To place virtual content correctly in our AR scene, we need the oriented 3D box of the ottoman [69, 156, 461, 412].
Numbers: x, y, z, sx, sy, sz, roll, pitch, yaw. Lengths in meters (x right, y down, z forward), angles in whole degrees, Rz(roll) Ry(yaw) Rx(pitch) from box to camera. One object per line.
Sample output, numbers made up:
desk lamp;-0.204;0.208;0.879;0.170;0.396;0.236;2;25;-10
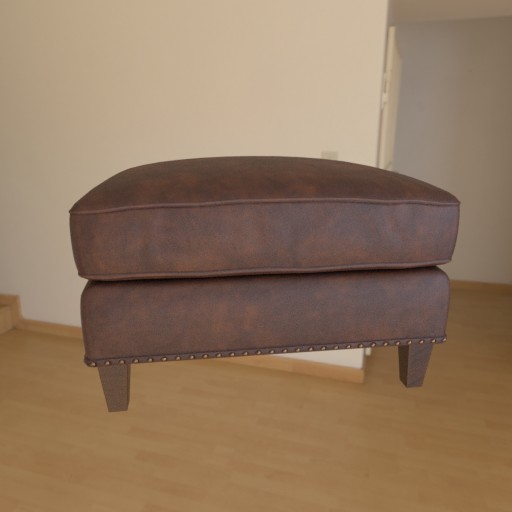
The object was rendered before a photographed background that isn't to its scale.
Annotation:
ottoman;0.000;0.000;1.116;0.742;0.486;0.586;-2;16;-8
